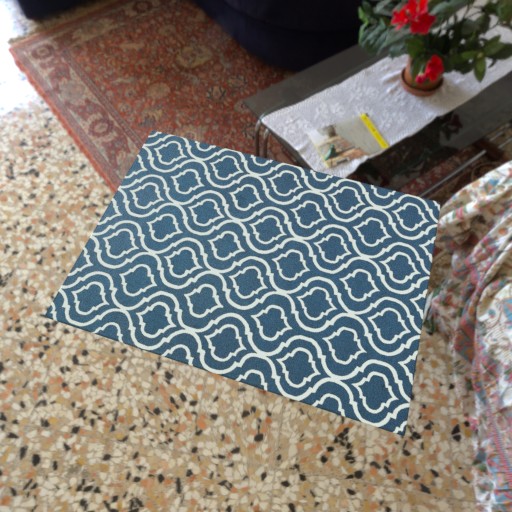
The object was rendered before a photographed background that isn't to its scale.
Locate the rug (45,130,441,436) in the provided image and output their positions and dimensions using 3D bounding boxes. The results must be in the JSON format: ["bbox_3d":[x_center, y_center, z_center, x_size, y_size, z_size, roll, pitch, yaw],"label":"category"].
[{"bbox_3d":[0.000,0.000,4.420,3.353,0.010,2.438,16,63,8],"label":"rug"}]
